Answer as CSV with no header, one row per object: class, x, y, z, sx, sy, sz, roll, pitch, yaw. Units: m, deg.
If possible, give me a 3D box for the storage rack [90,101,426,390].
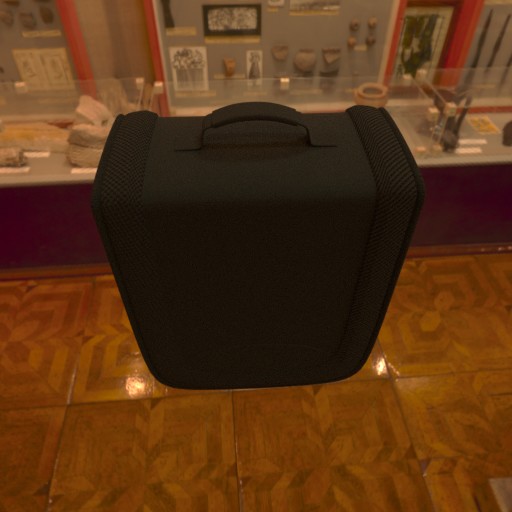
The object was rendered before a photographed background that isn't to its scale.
storage rack,0.000,0.000,0.550,0.297,0.387,0.168,-2,45,-2
